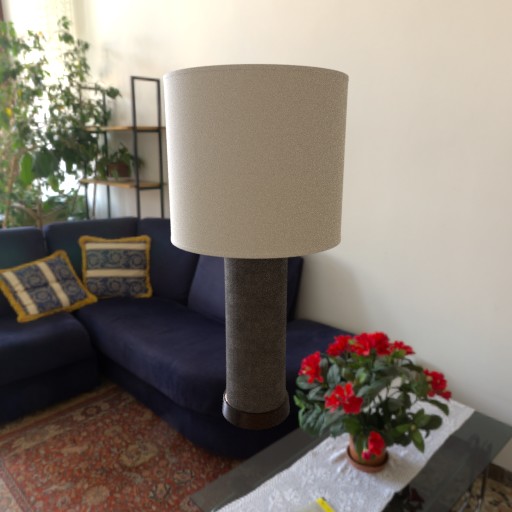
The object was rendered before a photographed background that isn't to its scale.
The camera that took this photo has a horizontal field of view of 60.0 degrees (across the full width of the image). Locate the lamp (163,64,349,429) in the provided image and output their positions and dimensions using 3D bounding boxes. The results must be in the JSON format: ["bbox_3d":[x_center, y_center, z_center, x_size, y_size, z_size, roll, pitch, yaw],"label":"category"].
[{"bbox_3d":[0.000,0.000,0.807,0.301,0.630,0.301,3,15,10],"label":"lamp"}]
